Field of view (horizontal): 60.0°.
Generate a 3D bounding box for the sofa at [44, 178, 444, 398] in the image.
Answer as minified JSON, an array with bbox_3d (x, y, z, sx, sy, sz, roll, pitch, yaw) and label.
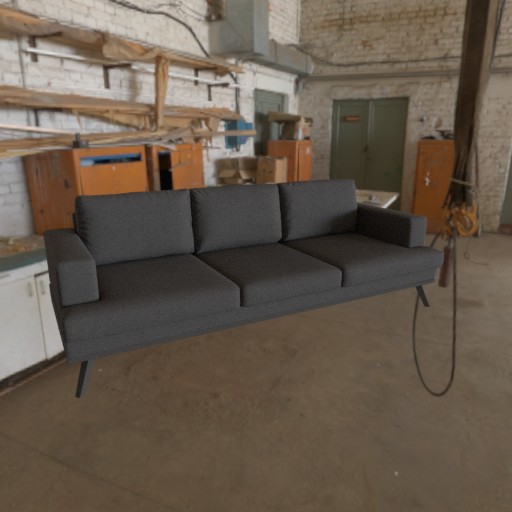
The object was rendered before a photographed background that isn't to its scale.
[{"bbox_3d":[0.000,0.000,2.728,2.310,0.810,0.920,-8,18,-27],"label":"sofa"}]
